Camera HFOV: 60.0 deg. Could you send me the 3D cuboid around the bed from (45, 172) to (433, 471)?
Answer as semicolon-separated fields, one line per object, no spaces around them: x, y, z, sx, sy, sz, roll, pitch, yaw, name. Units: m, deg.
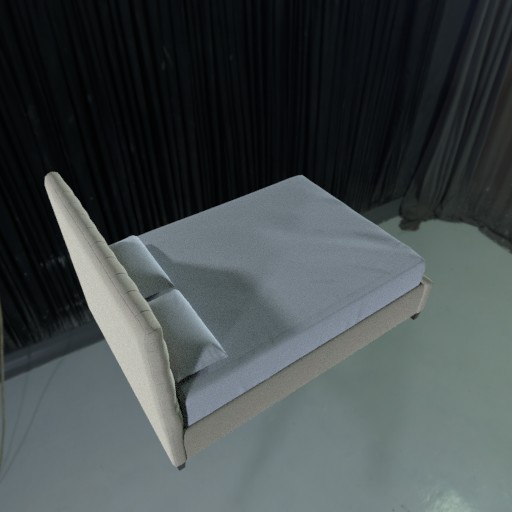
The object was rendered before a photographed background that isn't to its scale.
0.000;0.000;3.443;2.387;1.427;1.698;-24;47;-25;bed
